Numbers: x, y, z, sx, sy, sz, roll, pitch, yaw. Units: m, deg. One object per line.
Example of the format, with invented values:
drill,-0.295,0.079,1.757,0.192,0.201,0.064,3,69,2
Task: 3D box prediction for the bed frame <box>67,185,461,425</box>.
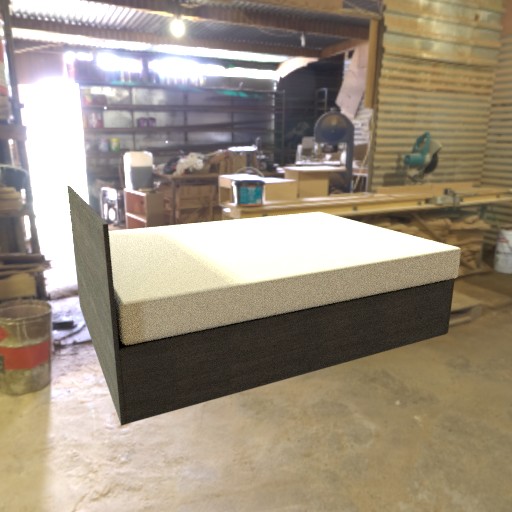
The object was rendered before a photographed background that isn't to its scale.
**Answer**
bed frame,0.000,0.000,2.645,1.900,0.800,1.400,-8,17,-26
